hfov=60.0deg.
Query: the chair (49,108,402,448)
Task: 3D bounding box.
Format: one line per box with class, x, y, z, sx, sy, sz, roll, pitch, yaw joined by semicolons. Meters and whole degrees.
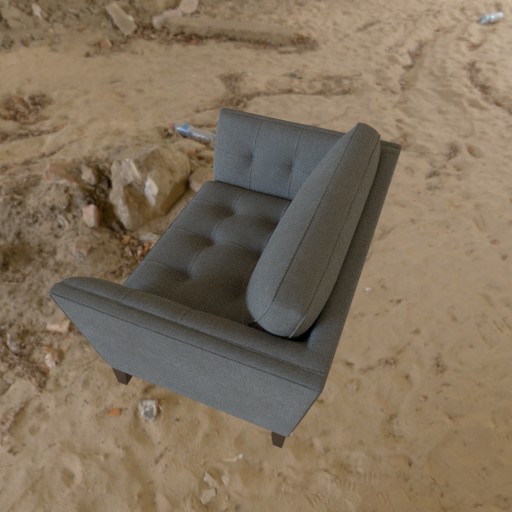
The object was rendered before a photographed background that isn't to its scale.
chair;0.000;0.000;2.031;0.965;0.942;1.396;16;48;15
